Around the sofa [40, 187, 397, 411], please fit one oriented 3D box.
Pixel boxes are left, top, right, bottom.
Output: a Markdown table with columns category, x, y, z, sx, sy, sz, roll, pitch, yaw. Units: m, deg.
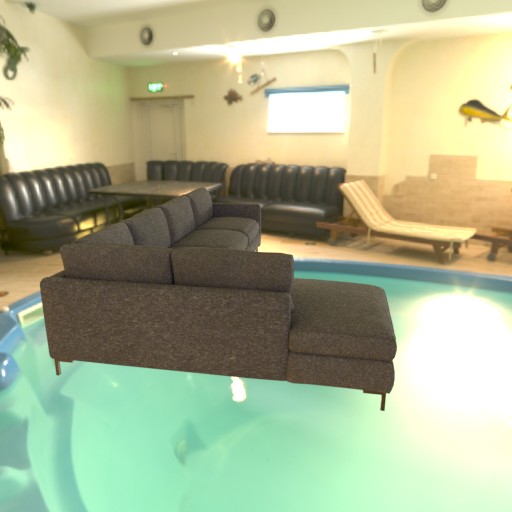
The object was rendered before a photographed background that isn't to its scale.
| category | x | y | z | sx | sy | sz | roll | pitch | yaw |
| --- | --- | --- | --- | --- | --- | --- | --- | --- | --- |
| sofa | 0.000 | 0.000 | 3.774 | 2.007 | 0.815 | 2.949 | 3 | 16 | 10 |
